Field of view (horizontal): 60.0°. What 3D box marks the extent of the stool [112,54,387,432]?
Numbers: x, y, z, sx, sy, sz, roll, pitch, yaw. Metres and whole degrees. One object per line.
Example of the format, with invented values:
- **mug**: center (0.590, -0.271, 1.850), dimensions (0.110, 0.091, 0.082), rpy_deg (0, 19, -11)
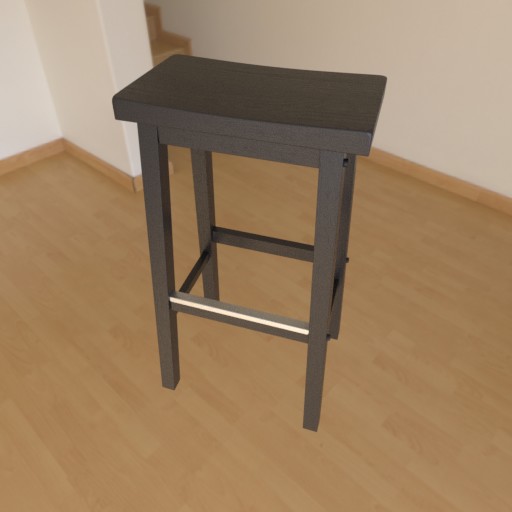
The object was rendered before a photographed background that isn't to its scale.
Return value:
- **stool**: center (0.000, 0.000, 0.971), dimensions (0.406, 0.742, 0.322), rpy_deg (12, 43, 13)
